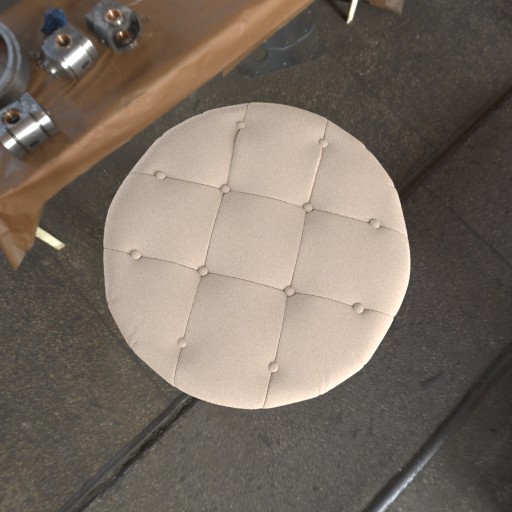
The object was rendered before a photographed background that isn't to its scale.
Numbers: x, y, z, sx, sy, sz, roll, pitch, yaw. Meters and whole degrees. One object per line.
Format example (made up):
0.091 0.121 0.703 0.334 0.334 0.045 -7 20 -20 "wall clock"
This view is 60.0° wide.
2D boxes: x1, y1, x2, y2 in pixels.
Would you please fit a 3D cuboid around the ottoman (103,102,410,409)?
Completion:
0.000 0.000 1.415 0.901 0.439 0.901 0 76 0 "ottoman"
